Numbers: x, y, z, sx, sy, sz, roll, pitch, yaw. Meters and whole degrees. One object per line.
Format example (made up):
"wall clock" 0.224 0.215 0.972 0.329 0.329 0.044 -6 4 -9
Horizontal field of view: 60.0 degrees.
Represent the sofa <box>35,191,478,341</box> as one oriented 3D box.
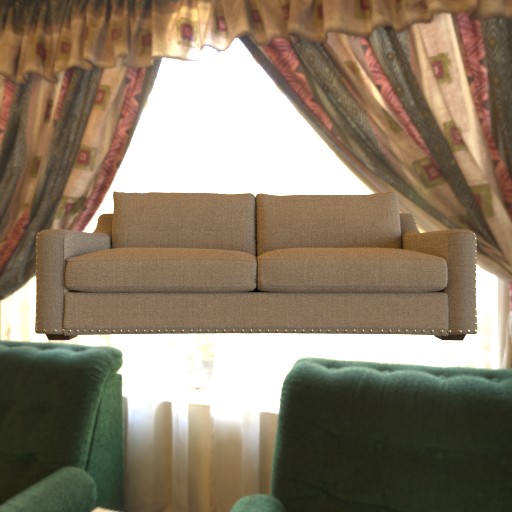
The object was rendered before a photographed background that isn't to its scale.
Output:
"sofa" 0.000 0.000 2.660 2.208 0.857 1.000 0 0 0
